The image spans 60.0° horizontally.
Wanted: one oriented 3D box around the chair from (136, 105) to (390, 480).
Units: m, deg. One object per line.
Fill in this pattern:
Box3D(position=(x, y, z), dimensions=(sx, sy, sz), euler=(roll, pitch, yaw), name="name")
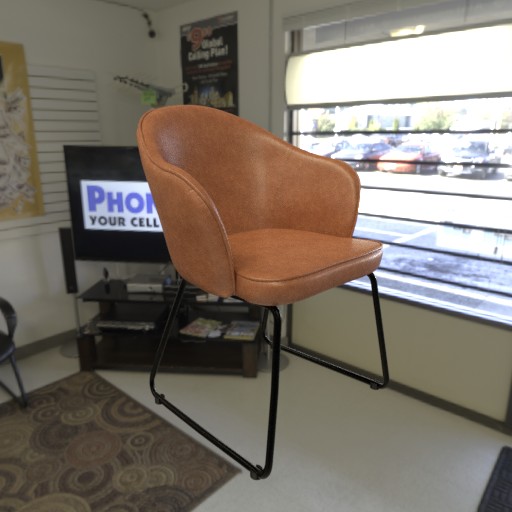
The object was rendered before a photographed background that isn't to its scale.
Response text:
Box3D(position=(0.000, 0.000, 1.179), dimensions=(0.580, 0.785, 0.582), euler=(15, 21, 43), name="chair")
